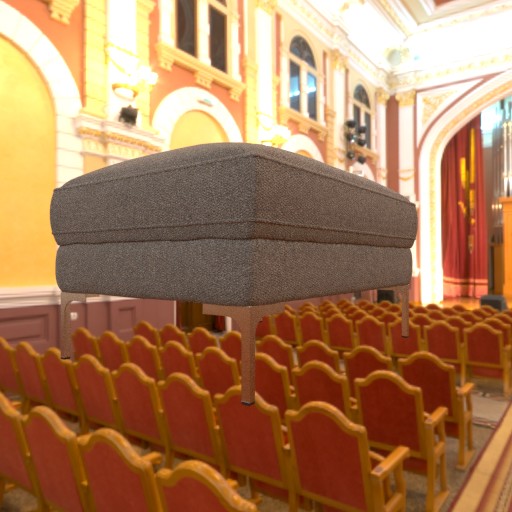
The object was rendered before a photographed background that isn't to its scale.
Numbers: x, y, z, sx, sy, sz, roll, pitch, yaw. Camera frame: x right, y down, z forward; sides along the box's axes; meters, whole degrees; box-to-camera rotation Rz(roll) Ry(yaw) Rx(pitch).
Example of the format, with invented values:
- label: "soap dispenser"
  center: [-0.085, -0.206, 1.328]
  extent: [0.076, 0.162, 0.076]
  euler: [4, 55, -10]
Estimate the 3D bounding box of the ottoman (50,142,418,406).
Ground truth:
- label: "ottoman"
  center: [0.000, 0.000, 1.135]
  extent: [0.583, 0.464, 0.785]
  euler: [0, -1, 37]
